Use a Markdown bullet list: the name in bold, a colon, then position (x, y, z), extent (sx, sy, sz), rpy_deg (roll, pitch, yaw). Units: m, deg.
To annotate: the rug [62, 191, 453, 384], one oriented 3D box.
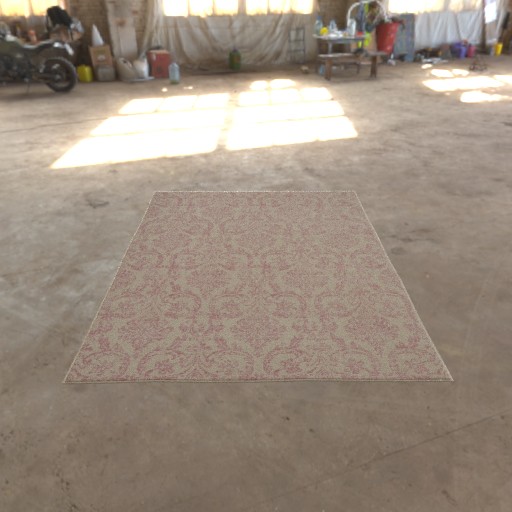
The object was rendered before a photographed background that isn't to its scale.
- **rug**: position (0.000, 0.000, 3.950), extent (2.363, 0.012, 2.980), rpy_deg (0, 31, 0)
